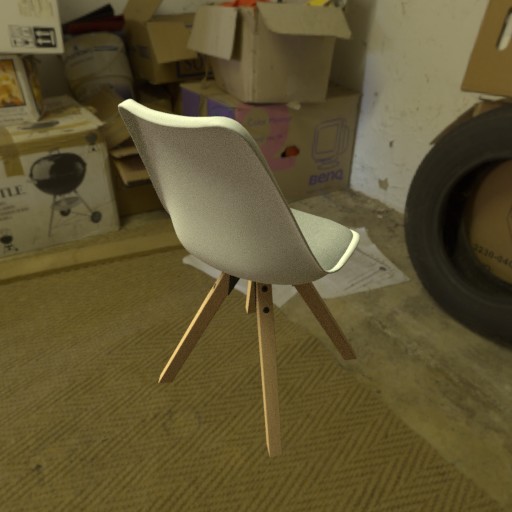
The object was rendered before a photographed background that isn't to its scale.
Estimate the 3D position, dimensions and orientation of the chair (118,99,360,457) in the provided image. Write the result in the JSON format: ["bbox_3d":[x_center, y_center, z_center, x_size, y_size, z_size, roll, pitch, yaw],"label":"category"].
[{"bbox_3d":[0.000,0.000,1.173,0.485,0.850,0.550,21,37,31],"label":"chair"}]
